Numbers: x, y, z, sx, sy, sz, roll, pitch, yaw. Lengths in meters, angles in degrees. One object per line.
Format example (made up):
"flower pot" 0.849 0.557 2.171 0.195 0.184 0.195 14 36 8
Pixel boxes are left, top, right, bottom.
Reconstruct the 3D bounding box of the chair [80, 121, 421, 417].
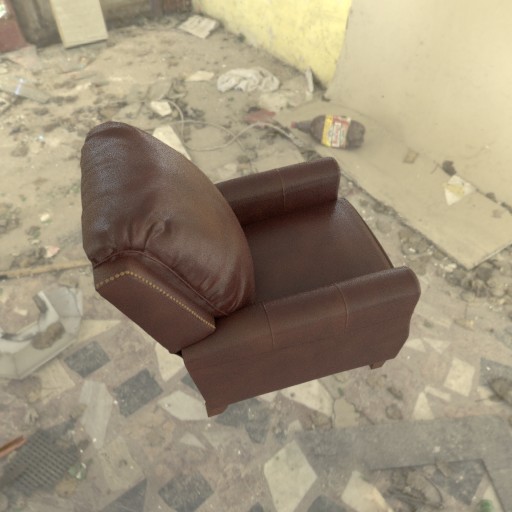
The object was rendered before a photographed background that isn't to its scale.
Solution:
"chair" 0.000 0.000 1.744 1.089 1.022 0.826 -11 48 -10
